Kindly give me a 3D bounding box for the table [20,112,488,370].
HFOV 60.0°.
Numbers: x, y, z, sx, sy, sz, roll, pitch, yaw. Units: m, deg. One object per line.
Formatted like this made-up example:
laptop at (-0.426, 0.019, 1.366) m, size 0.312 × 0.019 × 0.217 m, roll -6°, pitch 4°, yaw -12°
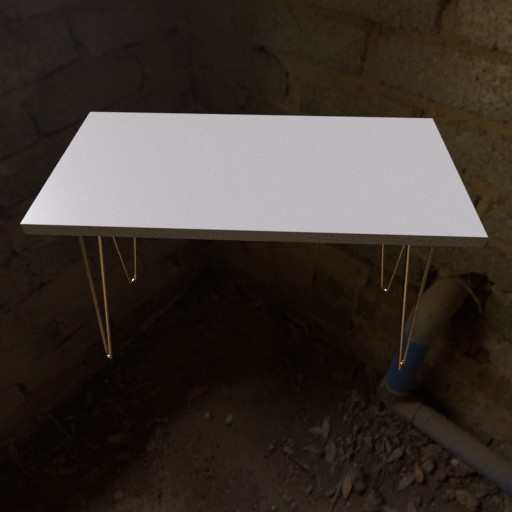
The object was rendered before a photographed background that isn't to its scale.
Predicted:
table at (0.000, 0.000, 1.345) m, size 0.991 × 0.660 × 0.498 m, roll 2°, pitch 46°, yaw 2°
